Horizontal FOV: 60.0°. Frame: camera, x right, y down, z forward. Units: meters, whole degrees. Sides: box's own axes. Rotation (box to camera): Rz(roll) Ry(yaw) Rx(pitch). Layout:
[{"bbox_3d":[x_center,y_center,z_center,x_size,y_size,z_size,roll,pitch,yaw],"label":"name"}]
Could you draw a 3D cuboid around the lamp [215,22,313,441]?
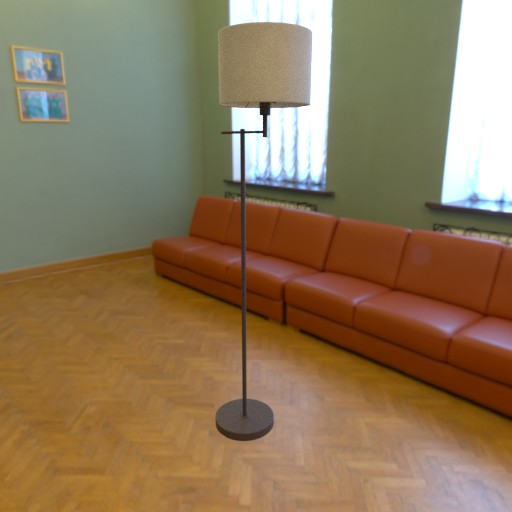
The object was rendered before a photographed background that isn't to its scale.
[{"bbox_3d":[0.000,0.000,1.761,0.324,1.600,0.416,-14,20,-42],"label":"lamp"}]
